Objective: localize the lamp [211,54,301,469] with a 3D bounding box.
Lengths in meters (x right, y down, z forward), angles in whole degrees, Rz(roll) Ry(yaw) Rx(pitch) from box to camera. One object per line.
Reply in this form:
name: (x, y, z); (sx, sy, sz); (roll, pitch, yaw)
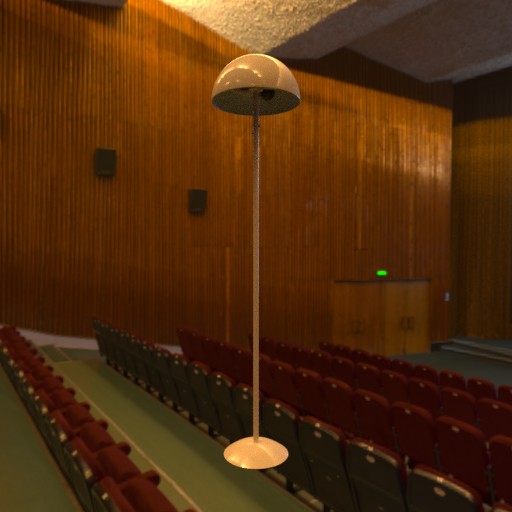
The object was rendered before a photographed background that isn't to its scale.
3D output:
lamp: (0.000, 0.000, 1.649); (0.328, 1.480, 0.328); (-1, 1, -36)
